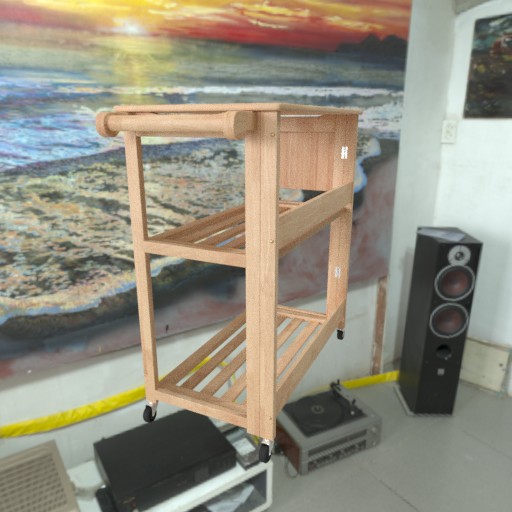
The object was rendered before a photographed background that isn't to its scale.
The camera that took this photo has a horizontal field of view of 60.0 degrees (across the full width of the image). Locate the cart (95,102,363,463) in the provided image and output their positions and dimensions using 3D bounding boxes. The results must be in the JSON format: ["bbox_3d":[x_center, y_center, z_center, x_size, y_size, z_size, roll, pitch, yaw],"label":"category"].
[{"bbox_3d":[0.000,0.000,1.387,0.432,0.879,0.853,8,19,24],"label":"cart"}]
